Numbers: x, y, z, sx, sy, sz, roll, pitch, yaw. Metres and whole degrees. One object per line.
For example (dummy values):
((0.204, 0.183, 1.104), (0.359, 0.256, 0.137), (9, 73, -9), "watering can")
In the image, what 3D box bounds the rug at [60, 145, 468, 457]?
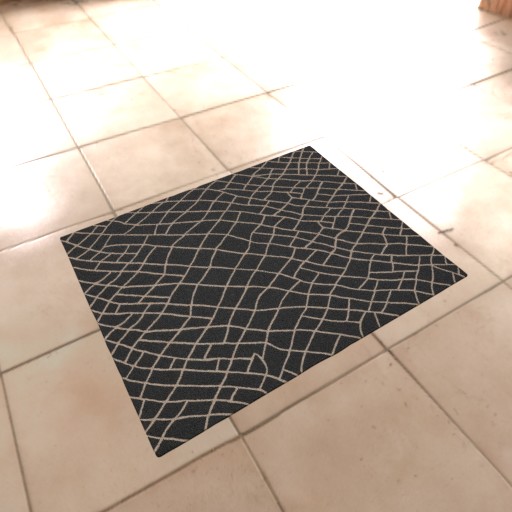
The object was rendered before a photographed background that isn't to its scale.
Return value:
((0.000, 0.000, 4.193), (3.047, 0.022, 2.439), (-24, 52, -21), "rug")
